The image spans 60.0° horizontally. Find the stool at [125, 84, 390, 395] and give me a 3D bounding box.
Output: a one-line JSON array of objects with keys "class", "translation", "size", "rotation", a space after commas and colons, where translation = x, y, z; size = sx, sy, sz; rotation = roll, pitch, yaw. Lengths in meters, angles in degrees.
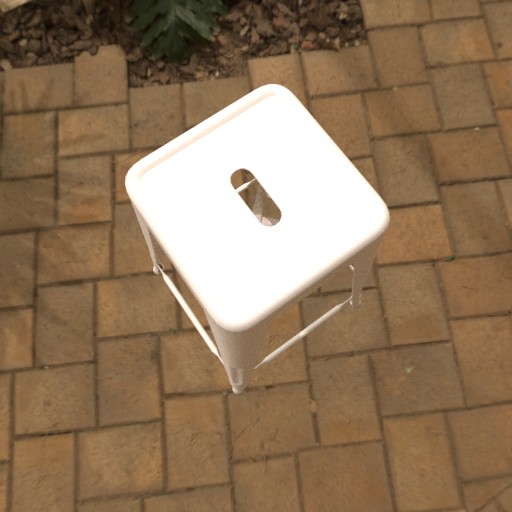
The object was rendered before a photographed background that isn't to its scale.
[{"class": "stool", "translation": [0.000, 0.000, 0.892], "size": [0.406, 0.610, 0.406], "rotation": [-34, 77, -9]}]
